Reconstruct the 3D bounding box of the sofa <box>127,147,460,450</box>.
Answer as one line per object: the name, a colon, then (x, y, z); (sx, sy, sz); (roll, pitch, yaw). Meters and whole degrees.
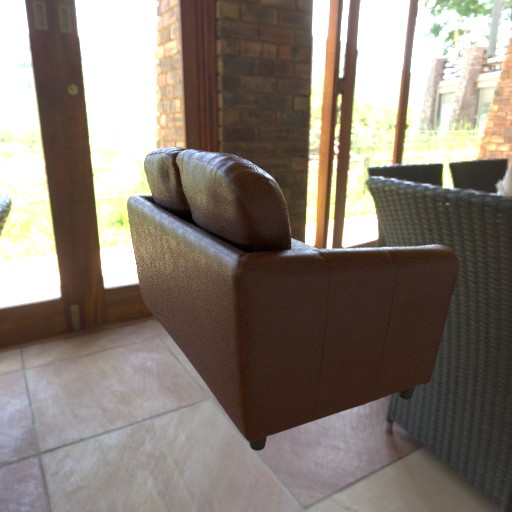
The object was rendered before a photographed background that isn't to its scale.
sofa: (0.000, 0.000, 1.893); (0.805, 0.906, 1.406); (-8, 18, -26)
